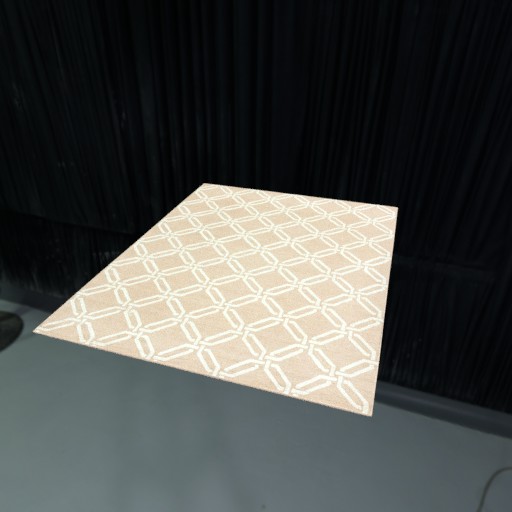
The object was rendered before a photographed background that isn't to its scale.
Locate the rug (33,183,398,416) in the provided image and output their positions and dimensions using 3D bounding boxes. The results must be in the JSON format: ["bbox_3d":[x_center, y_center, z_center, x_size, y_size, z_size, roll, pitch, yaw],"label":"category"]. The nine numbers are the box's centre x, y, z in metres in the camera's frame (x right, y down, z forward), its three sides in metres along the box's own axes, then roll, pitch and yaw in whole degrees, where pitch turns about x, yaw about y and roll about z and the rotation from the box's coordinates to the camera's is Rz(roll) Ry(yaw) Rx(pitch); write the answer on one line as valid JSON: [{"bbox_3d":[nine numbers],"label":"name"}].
[{"bbox_3d":[0.000,0.000,3.923,2.288,0.018,2.895,9,32,16],"label":"rug"}]
